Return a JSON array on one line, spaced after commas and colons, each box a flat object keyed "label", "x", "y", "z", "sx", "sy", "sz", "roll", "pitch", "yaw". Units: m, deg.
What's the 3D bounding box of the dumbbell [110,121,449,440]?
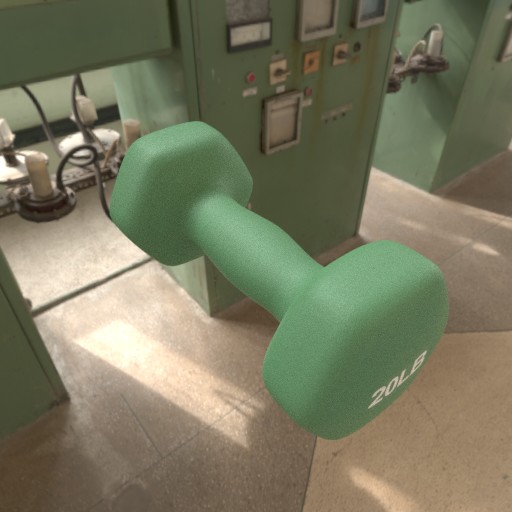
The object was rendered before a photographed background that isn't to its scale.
[{"label": "dumbbell", "x": 0.000, "y": 0.000, "z": 0.316, "sx": 0.126, "sy": 0.114, "sz": 0.257, "roll": -27, "pitch": 47, "yaw": -27}]
